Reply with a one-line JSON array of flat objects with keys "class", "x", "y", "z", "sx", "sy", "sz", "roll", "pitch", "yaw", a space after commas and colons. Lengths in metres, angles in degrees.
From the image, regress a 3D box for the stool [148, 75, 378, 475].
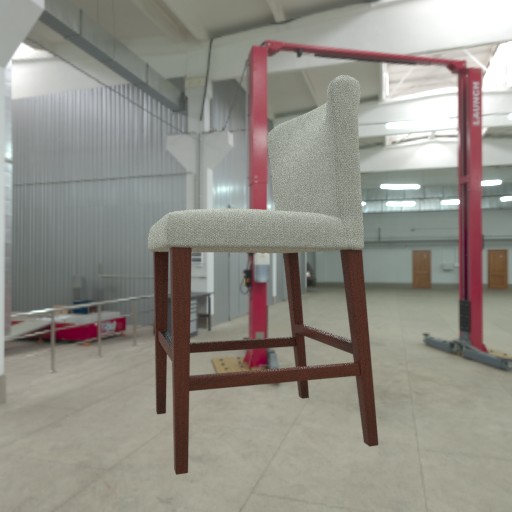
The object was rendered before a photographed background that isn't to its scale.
[{"class": "stool", "x": 0.000, "y": 0.000, "z": 1.265, "sx": 0.568, "sy": 0.969, "sz": 0.481, "roll": 0, "pitch": -1, "yaw": -18}]
